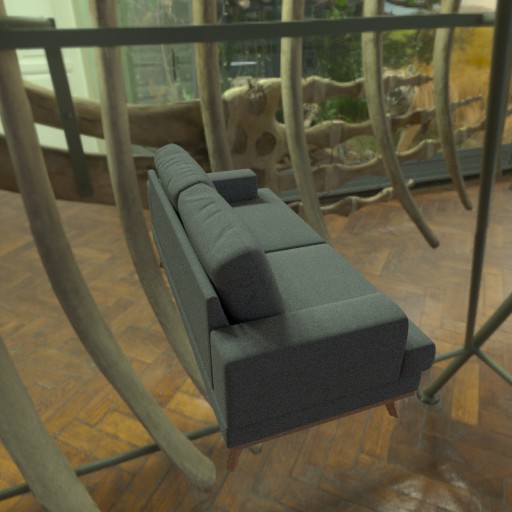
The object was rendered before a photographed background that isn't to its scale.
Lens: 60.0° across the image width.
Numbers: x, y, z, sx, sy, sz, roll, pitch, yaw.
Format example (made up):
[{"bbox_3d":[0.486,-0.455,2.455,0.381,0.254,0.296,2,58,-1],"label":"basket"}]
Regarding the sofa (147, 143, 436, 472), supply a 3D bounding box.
[{"bbox_3d":[0.000,0.000,2.101,0.785,0.810,1.650,-10,31,-17],"label":"sofa"}]
